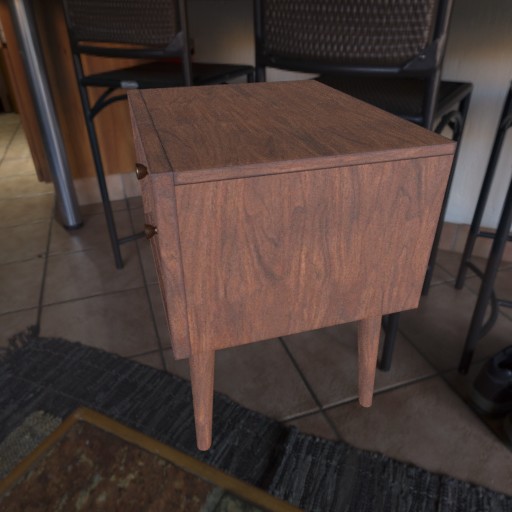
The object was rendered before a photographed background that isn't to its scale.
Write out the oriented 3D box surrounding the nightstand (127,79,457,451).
[{"bbox_3d":[0.000,0.000,0.949,0.445,0.607,0.521,-9,33,-14],"label":"nightstand"}]
